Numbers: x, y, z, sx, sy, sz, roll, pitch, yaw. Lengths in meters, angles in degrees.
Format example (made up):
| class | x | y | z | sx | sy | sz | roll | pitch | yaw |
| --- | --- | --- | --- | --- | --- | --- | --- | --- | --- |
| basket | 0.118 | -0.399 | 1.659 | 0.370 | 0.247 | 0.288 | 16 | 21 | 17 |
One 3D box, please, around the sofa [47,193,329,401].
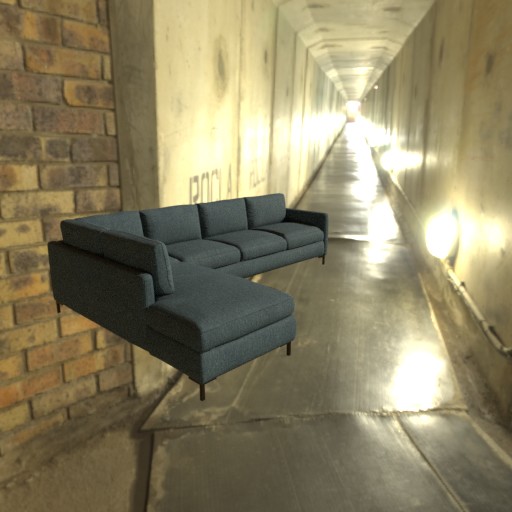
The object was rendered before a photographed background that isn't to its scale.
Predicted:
| class | x | y | z | sx | sy | sz | roll | pitch | yaw |
| --- | --- | --- | --- | --- | --- | --- | --- | --- | --- |
| sofa | 0.000 | 0.000 | 4.021 | 2.007 | 0.815 | 2.949 | 13 | 19 | 42 |
